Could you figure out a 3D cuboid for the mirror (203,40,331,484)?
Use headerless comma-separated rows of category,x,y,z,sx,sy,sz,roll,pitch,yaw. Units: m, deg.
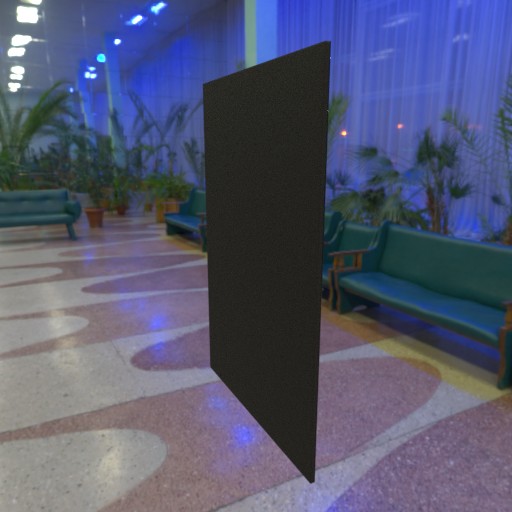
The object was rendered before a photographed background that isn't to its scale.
mirror,0.000,0.000,1.156,0.039,0.914,0.613,-7,15,-26
